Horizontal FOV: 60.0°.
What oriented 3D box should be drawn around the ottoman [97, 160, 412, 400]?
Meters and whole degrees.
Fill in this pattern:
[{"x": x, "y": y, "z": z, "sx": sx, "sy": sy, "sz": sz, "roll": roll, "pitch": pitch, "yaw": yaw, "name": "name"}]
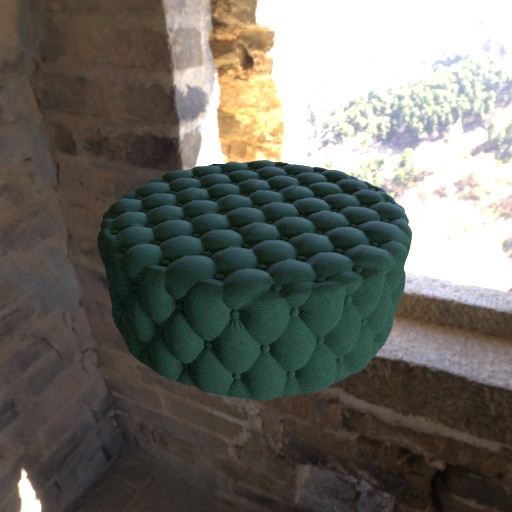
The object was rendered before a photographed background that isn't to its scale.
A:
[{"x": 0.000, "y": 0.000, "z": 1.531, "sx": 0.998, "sy": 0.399, "sz": 0.998, "roll": 0, "pitch": 31, "yaw": 0, "name": "ottoman"}]
